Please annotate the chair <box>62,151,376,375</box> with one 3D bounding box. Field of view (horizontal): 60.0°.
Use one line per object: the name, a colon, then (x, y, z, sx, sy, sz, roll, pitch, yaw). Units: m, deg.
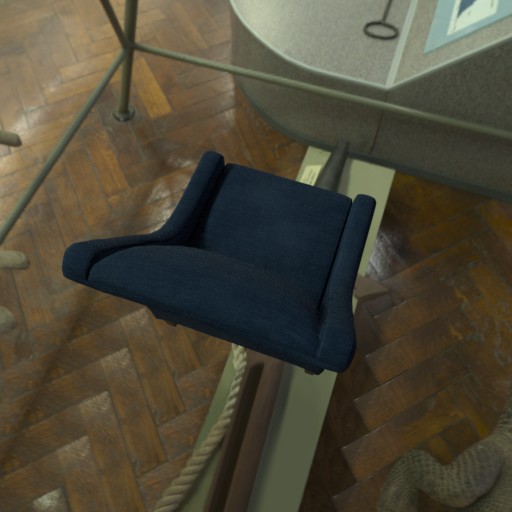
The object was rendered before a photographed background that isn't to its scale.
chair: (0.000, 0.000, 1.661, 0.774, 1.014, 0.870, 18, 65, 9)
